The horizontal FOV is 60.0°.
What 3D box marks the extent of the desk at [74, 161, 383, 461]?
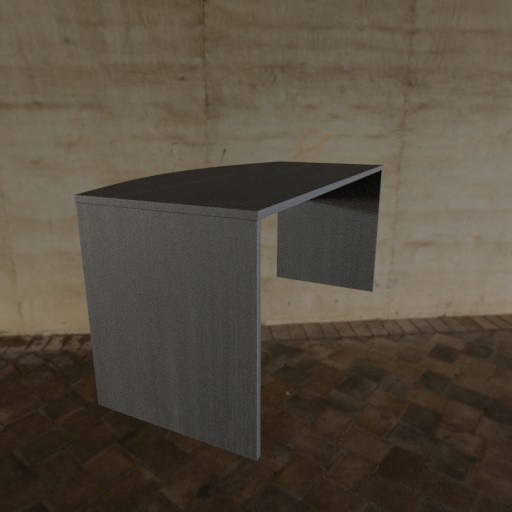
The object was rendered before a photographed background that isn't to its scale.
[{"bbox_3d":[0.000,0.000,2.069,0.802,0.750,1.600,8,18,25],"label":"desk"}]
